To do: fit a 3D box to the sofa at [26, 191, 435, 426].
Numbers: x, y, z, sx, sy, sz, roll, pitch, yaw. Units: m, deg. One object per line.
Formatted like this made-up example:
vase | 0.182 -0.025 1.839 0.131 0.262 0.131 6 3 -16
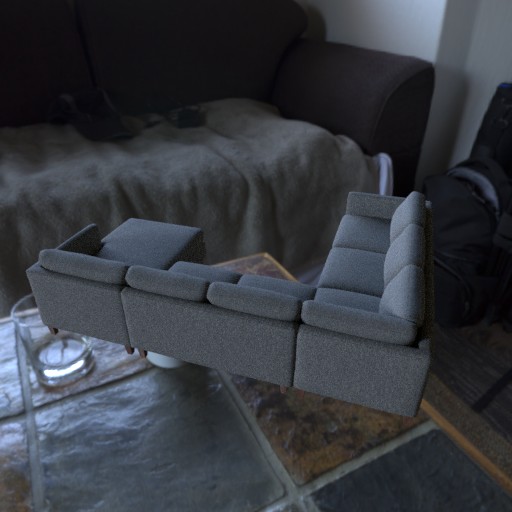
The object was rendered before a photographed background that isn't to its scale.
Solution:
sofa | 0.000 0.000 4.384 3.238 0.853 2.551 10 33 16
